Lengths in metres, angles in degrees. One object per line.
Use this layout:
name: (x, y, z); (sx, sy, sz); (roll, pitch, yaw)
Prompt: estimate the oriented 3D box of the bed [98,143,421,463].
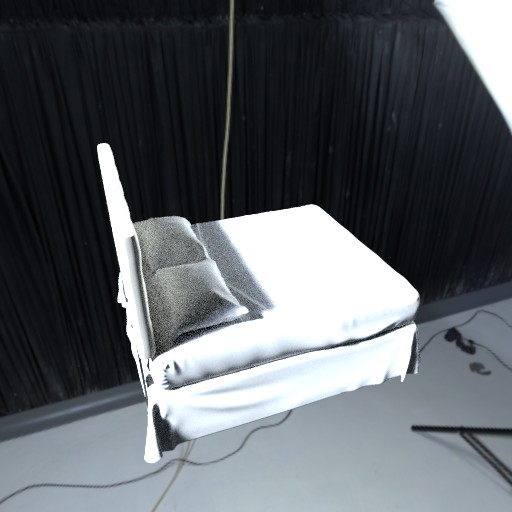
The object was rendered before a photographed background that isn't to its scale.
bed: (0.000, 0.000, 3.534); (2.222, 1.577, 1.936); (-11, 33, -17)
